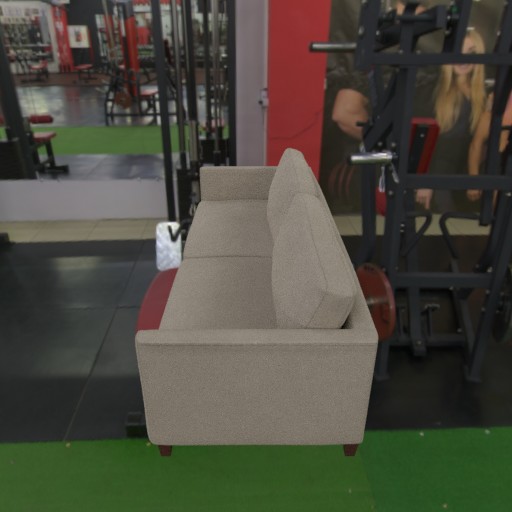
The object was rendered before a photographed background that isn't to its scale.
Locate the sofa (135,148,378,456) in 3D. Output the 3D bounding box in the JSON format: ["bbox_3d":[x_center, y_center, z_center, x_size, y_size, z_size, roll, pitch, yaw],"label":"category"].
[{"bbox_3d":[0.000,0.000,2.856,0.988,0.912,2.404,0,27,0],"label":"sofa"}]
